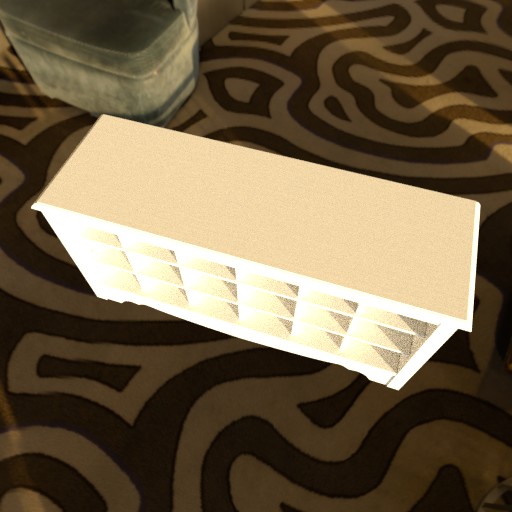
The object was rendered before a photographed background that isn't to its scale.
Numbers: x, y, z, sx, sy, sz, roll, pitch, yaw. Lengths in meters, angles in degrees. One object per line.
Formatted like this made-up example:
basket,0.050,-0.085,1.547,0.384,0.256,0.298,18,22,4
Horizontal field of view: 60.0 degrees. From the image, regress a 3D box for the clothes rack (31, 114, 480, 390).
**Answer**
clothes rack,0.000,0.000,1.488,1.218,0.558,0.405,15,59,10
